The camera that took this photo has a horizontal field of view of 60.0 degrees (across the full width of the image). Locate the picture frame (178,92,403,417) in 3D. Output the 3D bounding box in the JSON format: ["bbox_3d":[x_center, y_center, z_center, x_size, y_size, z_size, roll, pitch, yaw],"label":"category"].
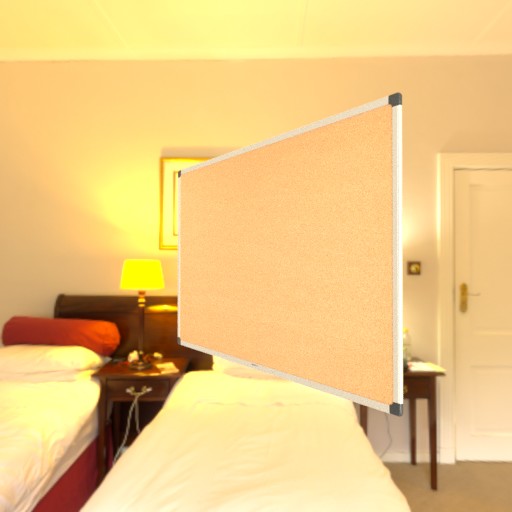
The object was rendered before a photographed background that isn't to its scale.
[{"bbox_3d":[0.000,0.000,1.175,0.010,0.600,0.900,0,-1,-37],"label":"picture frame"}]
